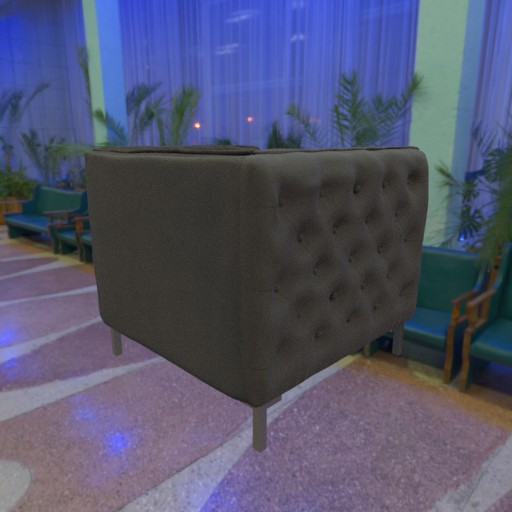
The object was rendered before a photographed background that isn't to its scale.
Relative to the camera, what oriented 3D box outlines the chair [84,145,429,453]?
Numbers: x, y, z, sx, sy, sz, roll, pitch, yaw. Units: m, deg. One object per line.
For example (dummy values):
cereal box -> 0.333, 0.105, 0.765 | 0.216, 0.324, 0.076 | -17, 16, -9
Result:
chair -> 0.000, 0.000, 1.672 | 0.946, 0.807, 0.913 | 14, 20, 43
